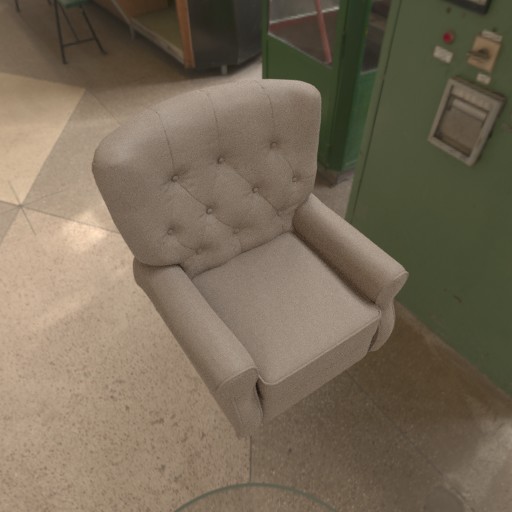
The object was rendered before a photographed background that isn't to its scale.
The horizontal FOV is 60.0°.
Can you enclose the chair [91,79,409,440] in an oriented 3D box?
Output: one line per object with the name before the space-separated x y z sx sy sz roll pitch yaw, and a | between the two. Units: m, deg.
chair | 0.000 0.000 1.913 0.999 1.138 1.041 -26 52 -22
